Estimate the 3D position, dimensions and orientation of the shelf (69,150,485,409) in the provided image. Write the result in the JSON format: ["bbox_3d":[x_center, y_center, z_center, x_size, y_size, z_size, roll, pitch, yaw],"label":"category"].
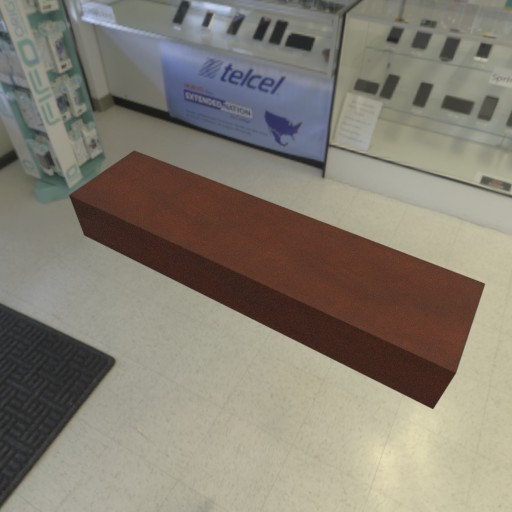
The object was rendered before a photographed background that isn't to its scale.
[{"bbox_3d":[0.000,0.000,0.673,0.607,0.088,0.152,24,50,21],"label":"shelf"}]
